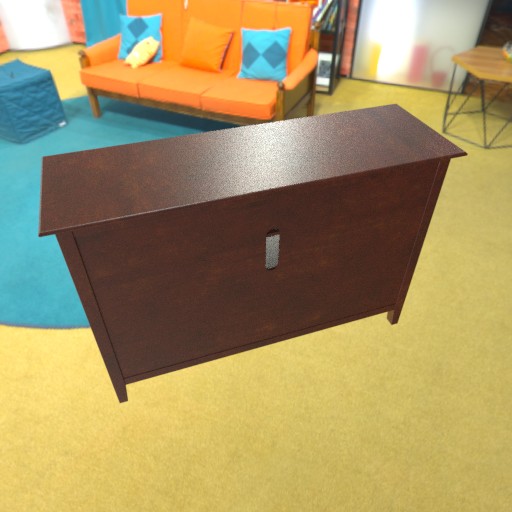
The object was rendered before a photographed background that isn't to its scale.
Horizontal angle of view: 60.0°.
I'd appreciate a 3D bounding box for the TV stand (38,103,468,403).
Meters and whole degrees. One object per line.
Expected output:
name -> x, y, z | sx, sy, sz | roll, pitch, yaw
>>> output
TV stand -> 0.000, 0.000, 1.797 | 1.372, 0.915, 0.445 | -13, 43, -14
